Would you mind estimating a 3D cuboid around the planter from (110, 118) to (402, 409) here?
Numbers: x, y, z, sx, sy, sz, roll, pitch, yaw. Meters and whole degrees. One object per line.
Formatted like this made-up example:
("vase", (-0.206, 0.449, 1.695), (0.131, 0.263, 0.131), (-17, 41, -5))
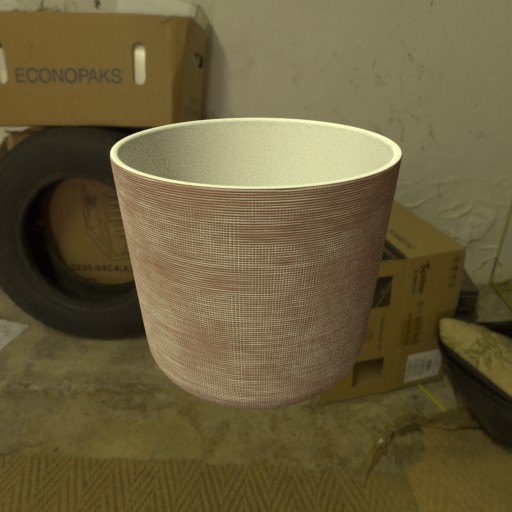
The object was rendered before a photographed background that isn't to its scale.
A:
("planter", (0.000, 0.000, 0.785), (0.440, 0.398, 0.440), (0, 27, 0))
